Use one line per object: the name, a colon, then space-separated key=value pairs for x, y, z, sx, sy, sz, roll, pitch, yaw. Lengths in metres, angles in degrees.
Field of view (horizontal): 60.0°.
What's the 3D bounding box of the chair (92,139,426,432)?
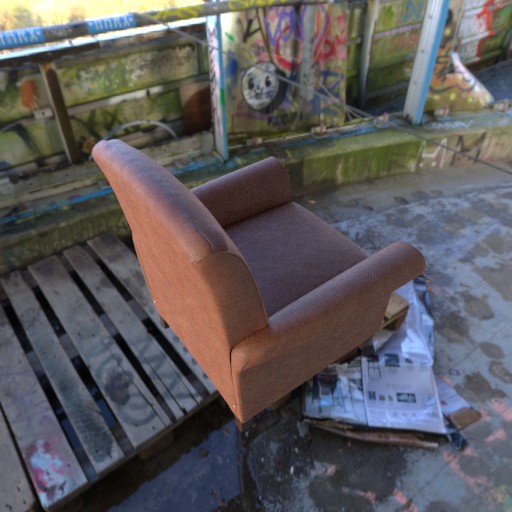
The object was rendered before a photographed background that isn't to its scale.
chair: x=0.000 y=0.000 z=1.811 sx=0.902 sy=1.061 sz=0.978 roll=-26 pitch=47 yaw=-26
